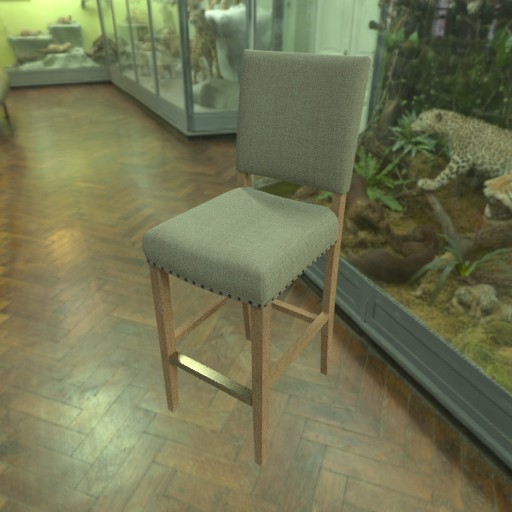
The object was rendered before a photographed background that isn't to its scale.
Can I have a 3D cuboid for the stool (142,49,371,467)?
[{"bbox_3d":[0.000,0.000,1.476,0.445,1.203,0.585,18,34,29],"label":"stool"}]
